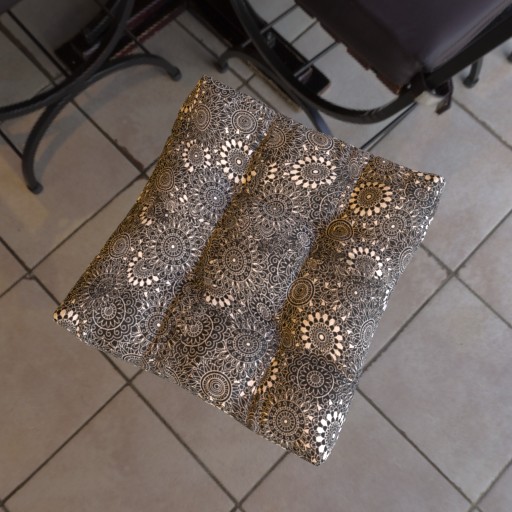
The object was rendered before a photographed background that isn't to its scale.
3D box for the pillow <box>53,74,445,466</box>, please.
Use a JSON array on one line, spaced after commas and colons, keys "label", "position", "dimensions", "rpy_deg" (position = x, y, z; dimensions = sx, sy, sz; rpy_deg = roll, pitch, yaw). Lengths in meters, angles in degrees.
[{"label": "pillow", "position": [0.000, 0.000, 0.727], "dimensions": [0.468, 0.128, 0.490], "rpy_deg": [26, 78, 6]}]
